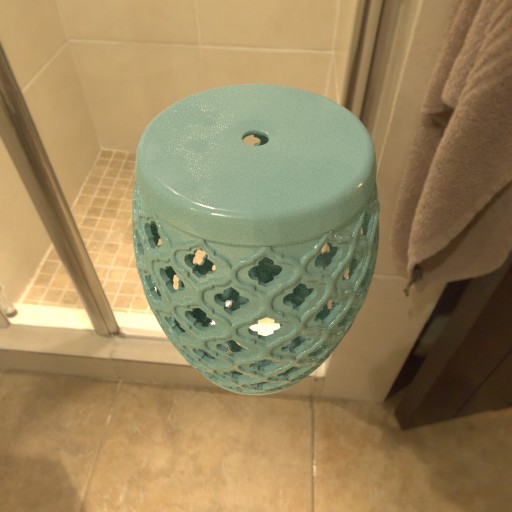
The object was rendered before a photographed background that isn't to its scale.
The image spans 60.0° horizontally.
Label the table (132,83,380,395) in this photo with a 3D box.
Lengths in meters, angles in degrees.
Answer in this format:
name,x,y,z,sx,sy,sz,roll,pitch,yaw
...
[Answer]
name,x,y,z,sx,sy,sz,roll,pitch,yaw
table,0.000,0.000,0.631,0.325,0.388,0.325,0,48,0
